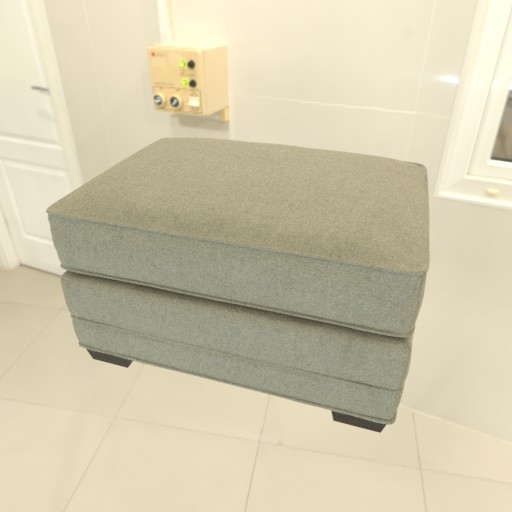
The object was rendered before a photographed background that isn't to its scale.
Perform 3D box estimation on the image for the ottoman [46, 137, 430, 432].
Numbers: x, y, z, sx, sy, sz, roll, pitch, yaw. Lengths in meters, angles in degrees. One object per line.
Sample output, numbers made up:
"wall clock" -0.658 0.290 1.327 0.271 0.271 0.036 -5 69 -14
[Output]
"ottoman" 0.000 0.000 1.220 0.848 0.508 0.611 10 33 15
